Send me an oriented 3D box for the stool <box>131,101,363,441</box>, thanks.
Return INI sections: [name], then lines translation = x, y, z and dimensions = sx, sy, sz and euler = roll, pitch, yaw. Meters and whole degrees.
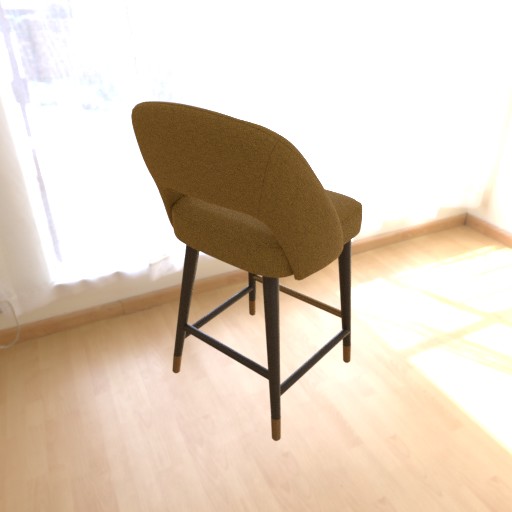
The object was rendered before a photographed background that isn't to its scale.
[stool]
translation = 0.000, 0.000, 1.317
dimensions = 0.536, 0.939, 0.522
euler = 22, 36, 33
